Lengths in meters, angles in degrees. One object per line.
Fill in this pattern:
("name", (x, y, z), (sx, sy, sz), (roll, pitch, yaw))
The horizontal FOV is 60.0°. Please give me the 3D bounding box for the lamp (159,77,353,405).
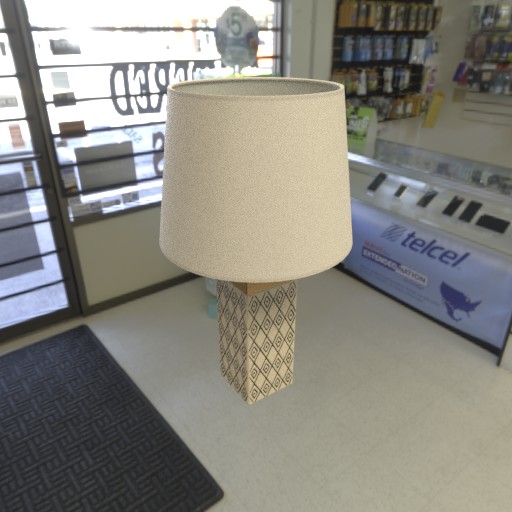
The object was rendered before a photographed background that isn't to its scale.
("lamp", (0.000, 0.000, 0.602), (0.251, 0.435, 0.251), (0, 27, 0))
